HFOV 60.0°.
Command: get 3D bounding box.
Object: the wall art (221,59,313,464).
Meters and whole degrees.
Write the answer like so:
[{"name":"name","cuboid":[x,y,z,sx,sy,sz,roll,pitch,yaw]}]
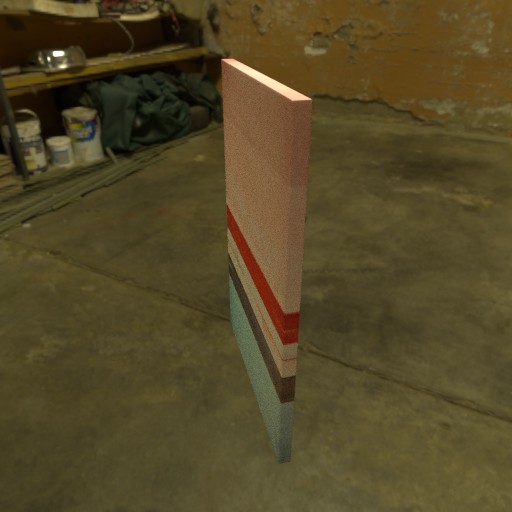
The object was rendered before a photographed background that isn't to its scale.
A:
[{"name":"wall art","cuboid":[0.000,0.000,1.194,0.038,0.914,0.610,-7,31,-13]}]
